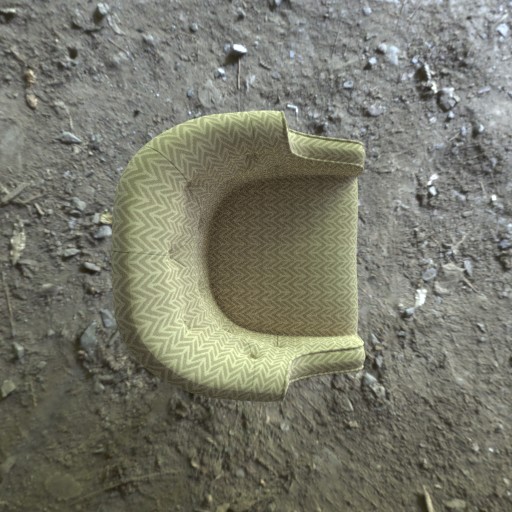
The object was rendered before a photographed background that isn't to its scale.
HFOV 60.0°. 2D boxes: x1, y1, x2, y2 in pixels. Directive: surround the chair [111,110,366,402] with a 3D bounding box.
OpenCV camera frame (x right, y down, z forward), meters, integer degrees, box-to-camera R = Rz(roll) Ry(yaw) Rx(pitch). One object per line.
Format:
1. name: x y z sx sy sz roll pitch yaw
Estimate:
1. chair: 0.000 0.000 1.323 0.613 0.858 0.686 0 90 0
